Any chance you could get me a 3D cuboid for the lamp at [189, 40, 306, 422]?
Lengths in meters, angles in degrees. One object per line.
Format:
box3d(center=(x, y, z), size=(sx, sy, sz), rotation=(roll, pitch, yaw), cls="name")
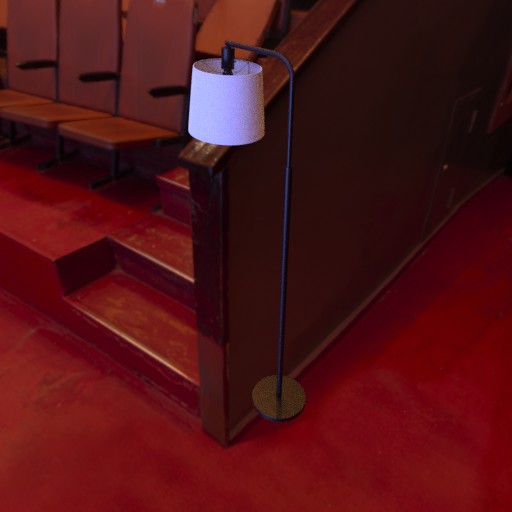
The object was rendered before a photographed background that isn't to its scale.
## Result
box3d(center=(0.000, 0.000, 1.694), size=(0.508, 1.478, 0.254), rotation=(23, 40, 30), cls="lamp")
